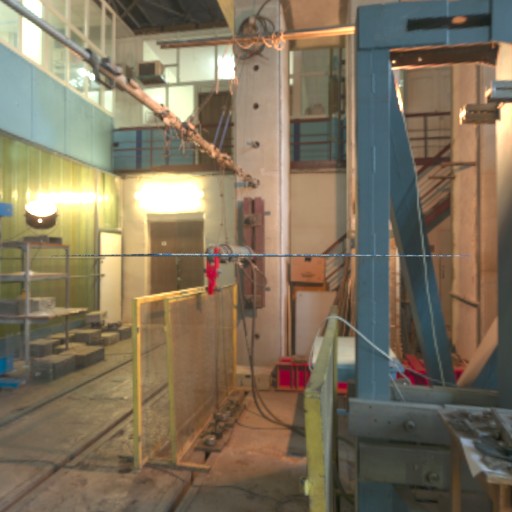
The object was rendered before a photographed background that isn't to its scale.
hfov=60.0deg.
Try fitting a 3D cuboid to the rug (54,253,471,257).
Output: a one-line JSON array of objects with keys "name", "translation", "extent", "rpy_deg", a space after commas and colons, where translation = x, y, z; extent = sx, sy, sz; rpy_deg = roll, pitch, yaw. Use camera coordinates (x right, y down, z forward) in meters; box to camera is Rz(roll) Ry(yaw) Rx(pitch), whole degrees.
[{"name": "rug", "translation": [0.000, 0.000, 4.064], "extent": [3.007, 0.007, 2.435], "rpy_deg": [0, 0, -35]}]
